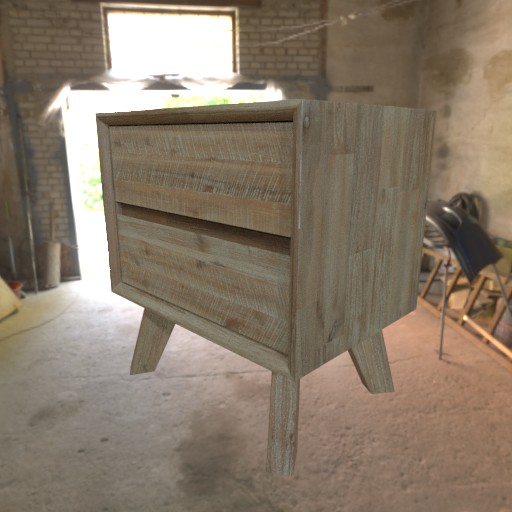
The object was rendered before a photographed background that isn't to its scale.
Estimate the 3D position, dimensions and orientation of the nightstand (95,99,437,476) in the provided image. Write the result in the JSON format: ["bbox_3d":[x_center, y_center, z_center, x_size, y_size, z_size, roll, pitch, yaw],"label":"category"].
[{"bbox_3d":[0.000,0.000,0.950,0.552,0.589,0.396,15,21,43],"label":"nightstand"}]
